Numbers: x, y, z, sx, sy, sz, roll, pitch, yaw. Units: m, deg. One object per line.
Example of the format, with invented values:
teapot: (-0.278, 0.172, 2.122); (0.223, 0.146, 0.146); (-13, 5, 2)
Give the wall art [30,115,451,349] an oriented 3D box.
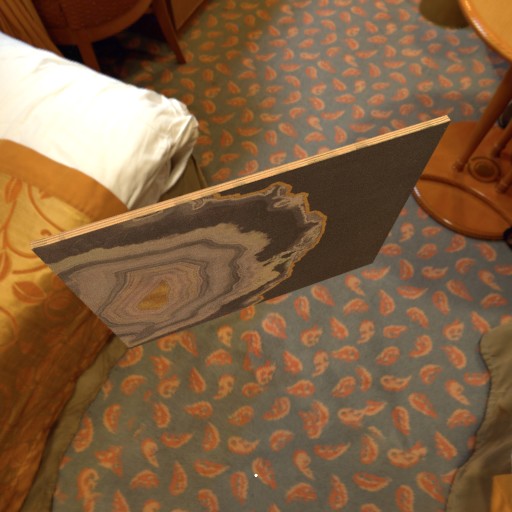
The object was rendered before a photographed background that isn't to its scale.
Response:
wall art: (0.000, 0.000, 0.689); (0.508, 0.408, 0.010); (-19, 65, -9)
